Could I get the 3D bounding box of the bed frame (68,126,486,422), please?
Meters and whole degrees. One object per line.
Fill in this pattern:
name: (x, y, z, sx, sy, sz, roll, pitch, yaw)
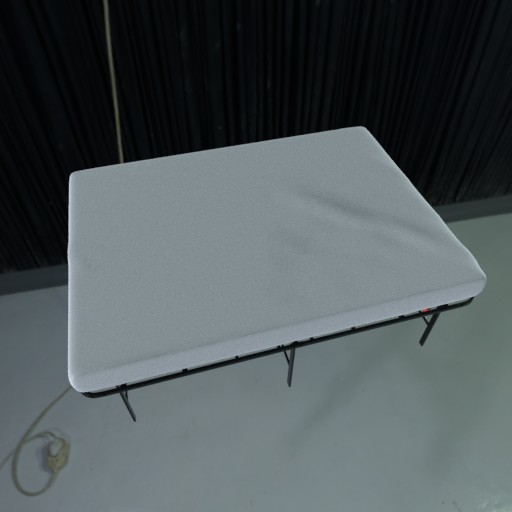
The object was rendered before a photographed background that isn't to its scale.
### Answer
bed frame: (0.000, 0.000, 2.515, 1.905, 0.637, 1.372, -12, 49, -10)
